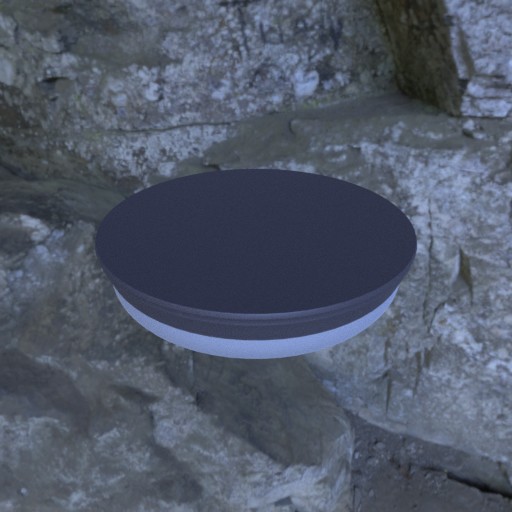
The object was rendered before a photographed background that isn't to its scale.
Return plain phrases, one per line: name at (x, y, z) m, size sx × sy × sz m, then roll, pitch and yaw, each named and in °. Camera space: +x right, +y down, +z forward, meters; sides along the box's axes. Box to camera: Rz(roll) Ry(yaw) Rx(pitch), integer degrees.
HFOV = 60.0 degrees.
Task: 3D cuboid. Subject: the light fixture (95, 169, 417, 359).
light fixture at (0.000, 0.000, 0.553) m, size 0.368 × 0.100 × 0.368 m, roll 0°, pitch 30°, yaw 0°
